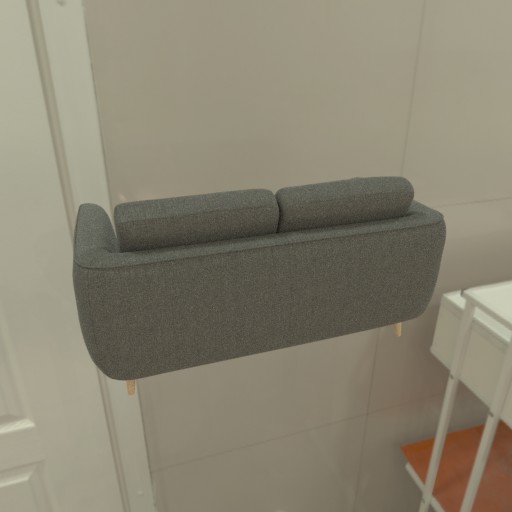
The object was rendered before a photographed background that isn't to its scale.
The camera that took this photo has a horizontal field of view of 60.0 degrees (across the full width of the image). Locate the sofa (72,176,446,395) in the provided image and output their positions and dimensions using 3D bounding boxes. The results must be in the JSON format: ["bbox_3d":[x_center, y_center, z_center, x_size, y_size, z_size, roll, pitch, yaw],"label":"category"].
[{"bbox_3d":[0.000,0.000,2.256,1.700,0.870,0.920,-8,26,-17],"label":"sofa"}]
